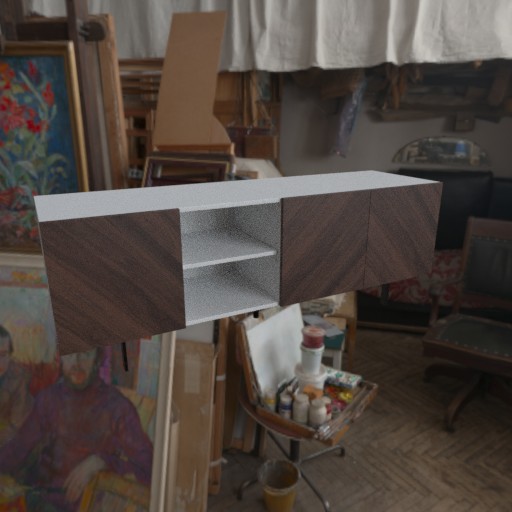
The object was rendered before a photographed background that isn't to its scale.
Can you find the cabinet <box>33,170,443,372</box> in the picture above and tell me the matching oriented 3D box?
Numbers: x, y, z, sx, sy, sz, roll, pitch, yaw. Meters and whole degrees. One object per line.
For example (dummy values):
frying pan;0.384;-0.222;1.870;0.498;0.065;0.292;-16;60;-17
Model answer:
cabinet;0.000;0.000;1.751;1.499;0.533;0.431;-9;20;-26
